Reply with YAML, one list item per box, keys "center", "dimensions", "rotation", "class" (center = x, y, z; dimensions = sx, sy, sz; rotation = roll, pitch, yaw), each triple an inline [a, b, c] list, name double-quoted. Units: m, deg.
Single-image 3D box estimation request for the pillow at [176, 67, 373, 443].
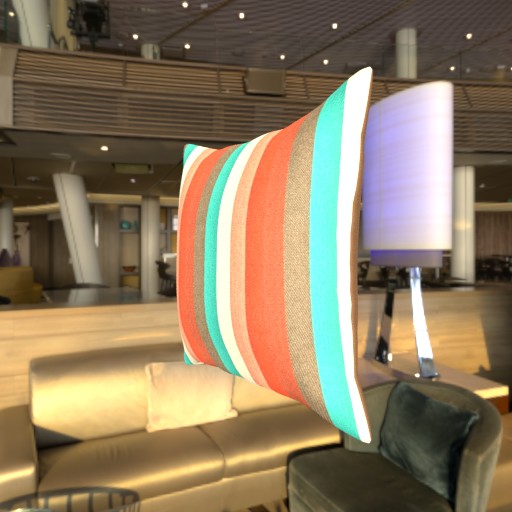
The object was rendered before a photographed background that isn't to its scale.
- center: [0.000, 0.000, 0.700]
  dimensions: [0.168, 0.443, 0.453]
  rotation: [0, 0, -37]
  class: "pillow"
